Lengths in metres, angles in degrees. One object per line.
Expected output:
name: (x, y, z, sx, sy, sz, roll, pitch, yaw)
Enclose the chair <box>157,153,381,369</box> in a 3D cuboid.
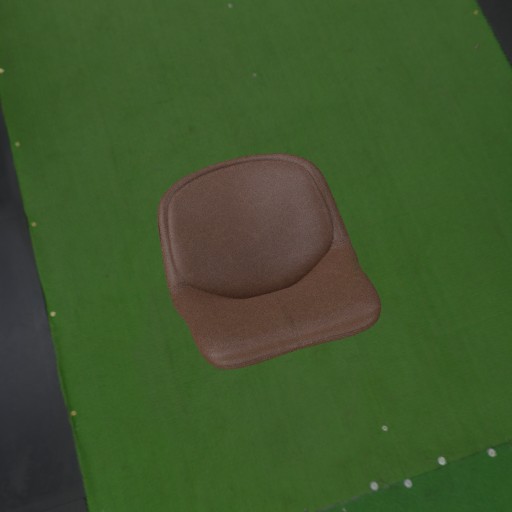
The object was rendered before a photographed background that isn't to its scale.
chair: (0.000, 0.000, 1.199, 0.475, 0.850, 0.550, -15, 77, -4)
